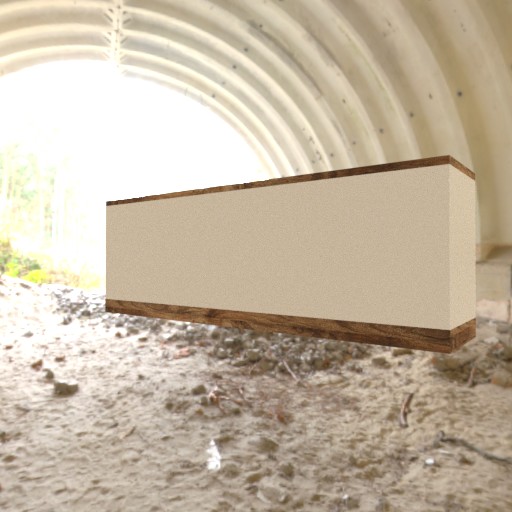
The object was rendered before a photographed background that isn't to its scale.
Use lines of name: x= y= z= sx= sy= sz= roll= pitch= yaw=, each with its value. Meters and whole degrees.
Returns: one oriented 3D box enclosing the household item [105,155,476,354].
household item: x=0.000 y=0.000 z=2.068 sx=1.800 sy=0.615 sz=0.390 roll=0 pitch=-1 yaw=37
